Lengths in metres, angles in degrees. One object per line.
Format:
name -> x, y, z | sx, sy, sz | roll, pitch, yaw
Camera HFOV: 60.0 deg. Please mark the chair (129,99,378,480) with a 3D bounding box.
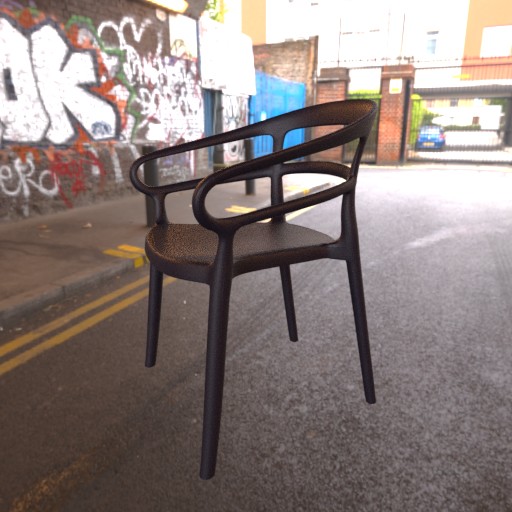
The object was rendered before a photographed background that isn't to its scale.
chair -> 0.000, 0.000, 1.123 | 0.527, 0.761, 0.559 | -8, 18, -25
